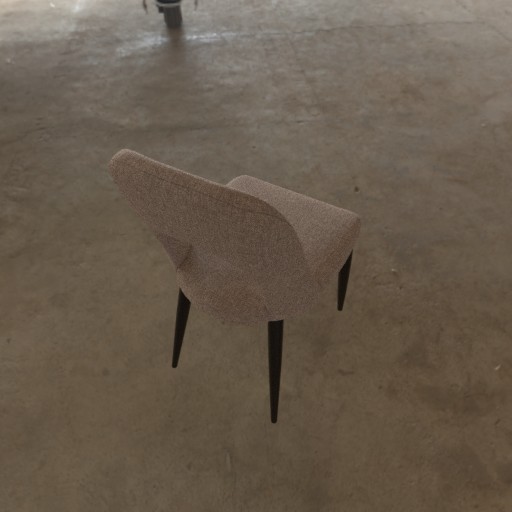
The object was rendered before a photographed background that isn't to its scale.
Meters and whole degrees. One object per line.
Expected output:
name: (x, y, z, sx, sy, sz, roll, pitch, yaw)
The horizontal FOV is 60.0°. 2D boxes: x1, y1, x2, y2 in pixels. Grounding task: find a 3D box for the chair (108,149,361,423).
chair: (0.000, 0.000, 1.294, 0.470, 0.931, 0.612, 23, 50, 20)
